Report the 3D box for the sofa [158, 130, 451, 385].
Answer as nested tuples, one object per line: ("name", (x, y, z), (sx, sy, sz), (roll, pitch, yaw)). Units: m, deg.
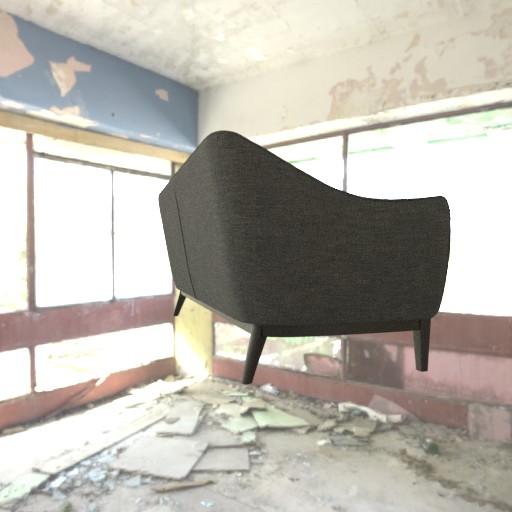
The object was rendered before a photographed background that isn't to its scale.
("sofa", (0.000, 0.000, 2.331), (0.867, 0.829, 1.928), (0, 0, -18))
